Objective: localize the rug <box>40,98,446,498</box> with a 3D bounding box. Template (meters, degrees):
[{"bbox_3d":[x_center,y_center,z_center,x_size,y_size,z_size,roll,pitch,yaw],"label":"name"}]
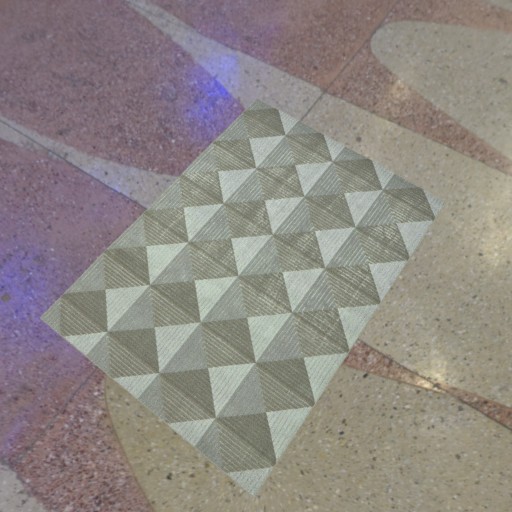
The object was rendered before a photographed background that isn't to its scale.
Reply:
[{"bbox_3d":[0.000,0.000,4.293,2.428,0.027,3.333,34,69,15],"label":"rug"}]
